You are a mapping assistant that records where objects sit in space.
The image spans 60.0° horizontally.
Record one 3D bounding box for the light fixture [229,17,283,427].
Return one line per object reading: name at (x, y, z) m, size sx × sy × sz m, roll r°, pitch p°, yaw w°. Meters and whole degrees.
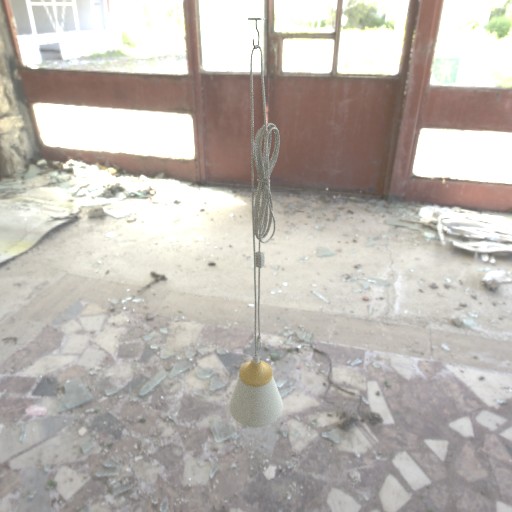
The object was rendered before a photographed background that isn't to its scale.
light fixture at (0.000, 0.000, 1.021) m, size 0.153 × 0.966 × 0.153 m, roll -21°, pitch 35°, yaw -33°
